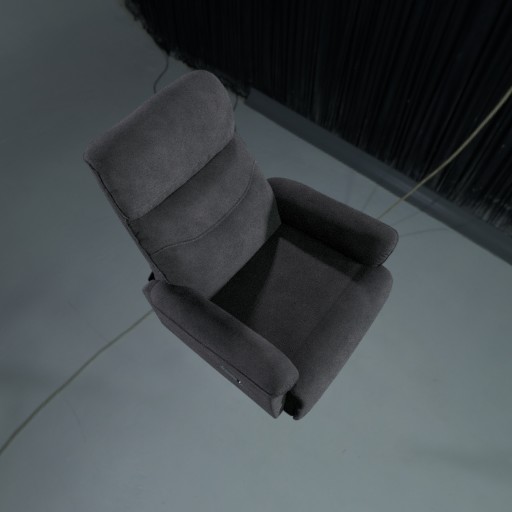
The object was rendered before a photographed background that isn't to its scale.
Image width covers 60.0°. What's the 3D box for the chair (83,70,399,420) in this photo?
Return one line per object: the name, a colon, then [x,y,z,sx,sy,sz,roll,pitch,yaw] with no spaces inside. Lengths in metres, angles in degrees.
chair: [0.000,0.000,1.759,1.009,1.035,0.830,34,64,19]
